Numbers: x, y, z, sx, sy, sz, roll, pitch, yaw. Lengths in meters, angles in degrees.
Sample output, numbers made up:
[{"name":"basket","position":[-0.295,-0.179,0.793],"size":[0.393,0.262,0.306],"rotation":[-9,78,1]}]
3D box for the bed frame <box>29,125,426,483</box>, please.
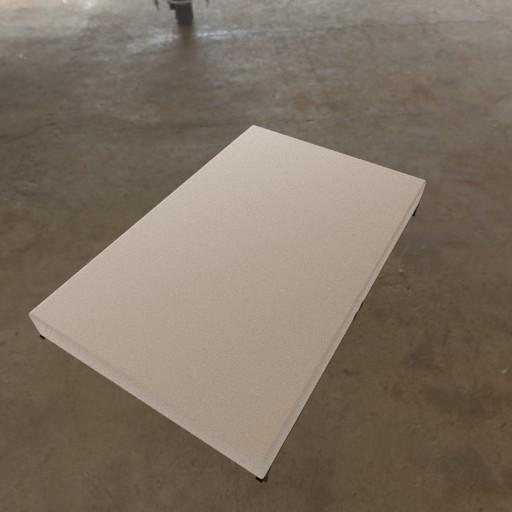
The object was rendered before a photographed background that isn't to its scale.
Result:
[{"name":"bed frame","position":[0.000,0.000,3.765],"size":[1.930,0.440,2.987],"rotation":[24,51,21]}]
